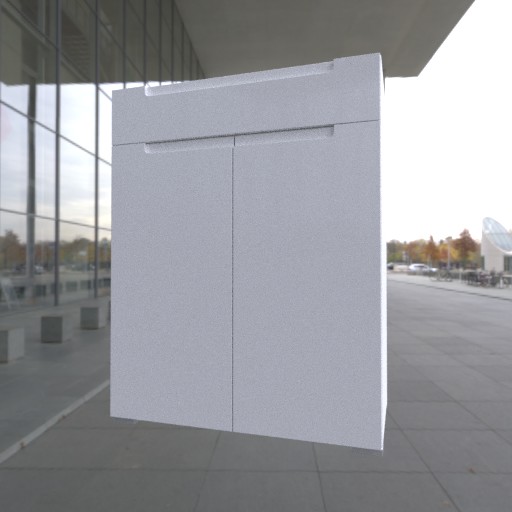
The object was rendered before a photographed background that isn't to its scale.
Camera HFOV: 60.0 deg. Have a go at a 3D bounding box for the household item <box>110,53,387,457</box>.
[{"bbox_3d":[0.000,0.000,1.420,0.790,1.010,0.420,0,-1,18],"label":"household item"}]
